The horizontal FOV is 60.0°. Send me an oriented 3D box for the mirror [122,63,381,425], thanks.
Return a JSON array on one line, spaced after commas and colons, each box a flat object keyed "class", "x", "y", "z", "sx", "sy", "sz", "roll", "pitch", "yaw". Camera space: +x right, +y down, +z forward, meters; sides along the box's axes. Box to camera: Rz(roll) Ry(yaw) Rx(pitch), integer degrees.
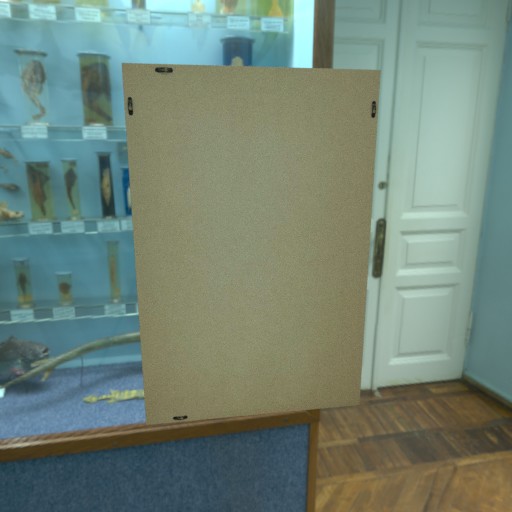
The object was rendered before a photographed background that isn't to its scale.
[{"class": "mirror", "x": 0.000, "y": 0.000, "z": 1.155, "sx": 0.609, "sy": 0.915, "sz": 0.040, "roll": -2, "pitch": 14, "yaw": -9}]
